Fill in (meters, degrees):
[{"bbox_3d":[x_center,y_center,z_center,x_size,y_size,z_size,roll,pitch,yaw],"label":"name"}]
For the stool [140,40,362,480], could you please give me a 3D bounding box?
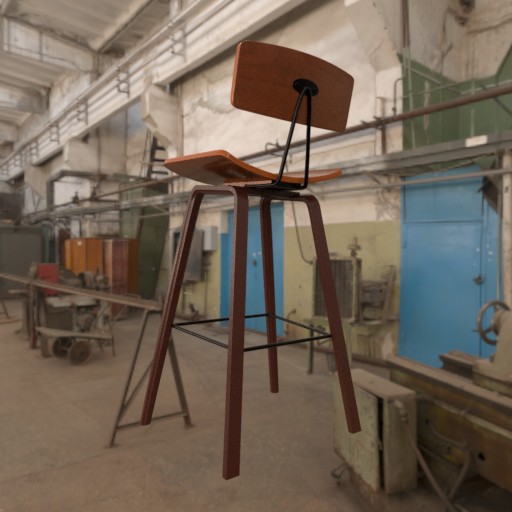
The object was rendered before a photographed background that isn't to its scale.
[{"bbox_3d":[0.000,0.000,1.243,0.509,0.969,0.440,-1,1,-36],"label":"stool"}]
